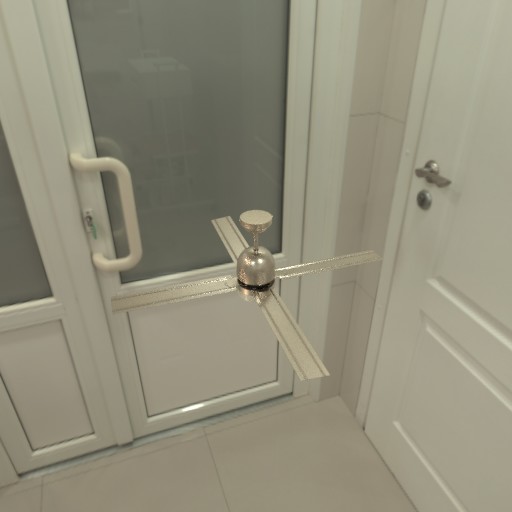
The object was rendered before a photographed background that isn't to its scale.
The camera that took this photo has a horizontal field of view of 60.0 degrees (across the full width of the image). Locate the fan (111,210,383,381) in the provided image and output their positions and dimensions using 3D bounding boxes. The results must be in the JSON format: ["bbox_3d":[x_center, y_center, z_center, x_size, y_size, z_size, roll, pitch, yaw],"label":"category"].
[{"bbox_3d":[0.000,0.000,2.072,1.346,0.406,1.346,-11,33,-17],"label":"fan"}]
